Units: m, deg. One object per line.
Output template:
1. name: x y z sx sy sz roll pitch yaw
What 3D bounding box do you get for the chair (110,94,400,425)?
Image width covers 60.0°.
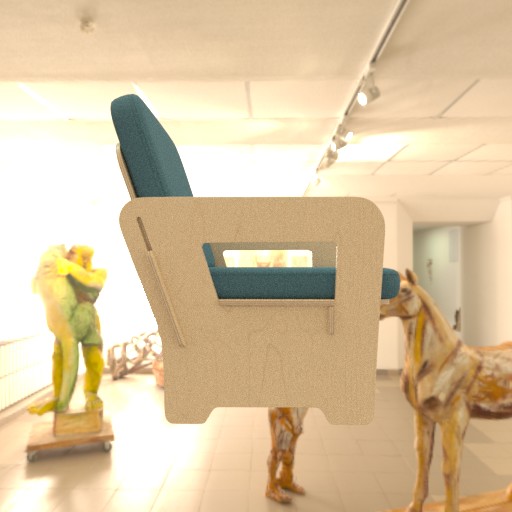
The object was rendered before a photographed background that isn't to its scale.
1. chair: 0.000 0.000 1.196 0.657 0.747 0.547 0 -1 1
